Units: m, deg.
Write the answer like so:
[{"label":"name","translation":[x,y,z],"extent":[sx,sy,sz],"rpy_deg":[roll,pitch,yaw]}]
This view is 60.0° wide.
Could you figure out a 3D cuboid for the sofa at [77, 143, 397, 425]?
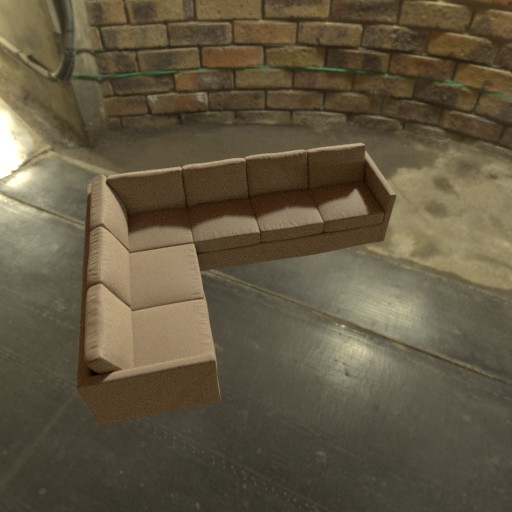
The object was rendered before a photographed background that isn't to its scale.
[{"label":"sofa","translation":[0.000,0.000,4.378],"extent":[3.182,0.871,2.432],"rpy_deg":[-9,48,-9]}]
